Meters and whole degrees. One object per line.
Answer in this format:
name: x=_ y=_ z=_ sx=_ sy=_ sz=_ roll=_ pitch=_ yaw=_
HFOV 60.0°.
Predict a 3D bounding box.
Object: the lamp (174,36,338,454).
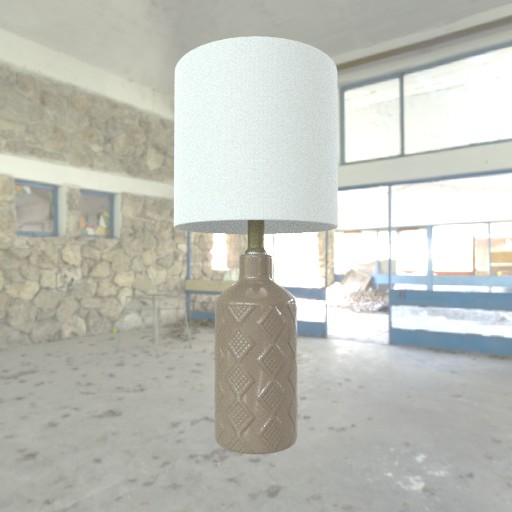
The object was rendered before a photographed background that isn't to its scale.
lamp: x=0.000 y=0.000 z=0.567 sx=0.207 sy=0.461 sz=0.207 roll=-1 pitch=-2 yaw=37
